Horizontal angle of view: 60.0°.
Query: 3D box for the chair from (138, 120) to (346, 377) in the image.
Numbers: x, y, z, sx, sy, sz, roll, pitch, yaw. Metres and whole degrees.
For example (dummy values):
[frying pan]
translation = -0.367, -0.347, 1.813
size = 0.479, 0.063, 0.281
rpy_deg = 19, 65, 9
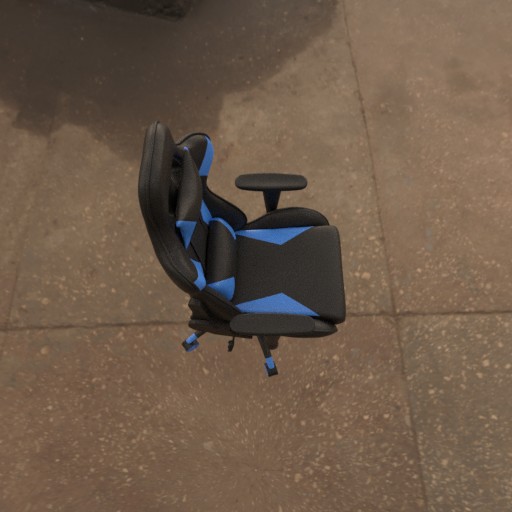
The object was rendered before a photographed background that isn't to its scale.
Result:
[chair]
translation = 0.000, 0.000, 1.720
size = 0.730, 1.282, 0.695
rpy_deg = 0, 64, 0
